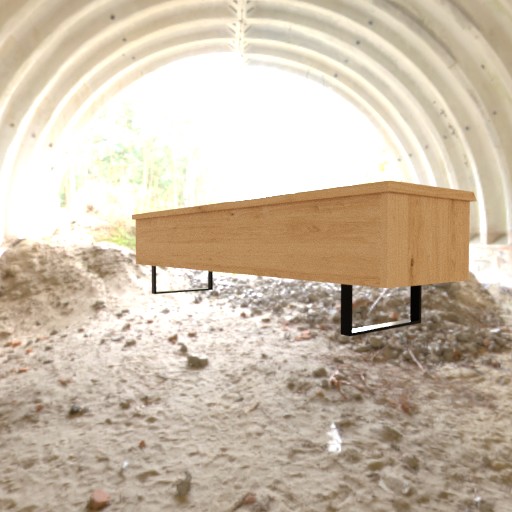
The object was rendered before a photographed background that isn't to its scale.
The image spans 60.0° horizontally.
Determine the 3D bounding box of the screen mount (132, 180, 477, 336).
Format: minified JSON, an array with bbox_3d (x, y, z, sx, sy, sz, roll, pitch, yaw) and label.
[{"bbox_3d":[0.000,0.000,1.936,0.450,0.430,1.700,-1,2,-37],"label":"screen mount"}]
